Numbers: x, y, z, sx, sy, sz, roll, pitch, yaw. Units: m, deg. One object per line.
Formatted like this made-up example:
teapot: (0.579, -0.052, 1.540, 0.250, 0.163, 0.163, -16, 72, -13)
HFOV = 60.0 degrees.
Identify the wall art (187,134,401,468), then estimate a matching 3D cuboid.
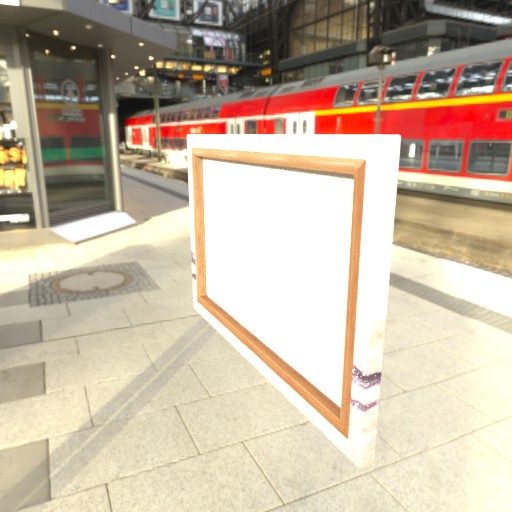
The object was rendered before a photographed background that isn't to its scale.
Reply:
wall art: (0.000, 0.000, 1.154, 0.038, 0.609, 0.913, -8, 17, -27)
